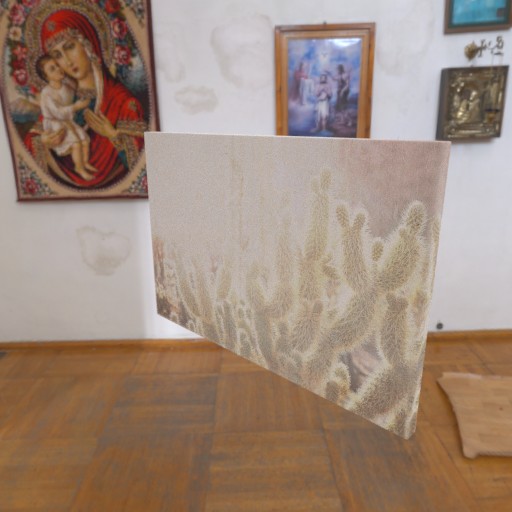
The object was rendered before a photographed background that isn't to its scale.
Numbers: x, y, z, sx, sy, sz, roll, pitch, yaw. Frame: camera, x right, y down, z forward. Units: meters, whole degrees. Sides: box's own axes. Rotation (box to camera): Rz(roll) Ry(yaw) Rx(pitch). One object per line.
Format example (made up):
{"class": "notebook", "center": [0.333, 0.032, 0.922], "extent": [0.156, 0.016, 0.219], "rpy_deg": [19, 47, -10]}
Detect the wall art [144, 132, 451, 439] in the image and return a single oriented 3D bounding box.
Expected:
{"class": "wall art", "center": [0.000, 0.000, 1.158], "extent": [0.916, 0.608, 0.040], "rpy_deg": [16, 23, 41]}
